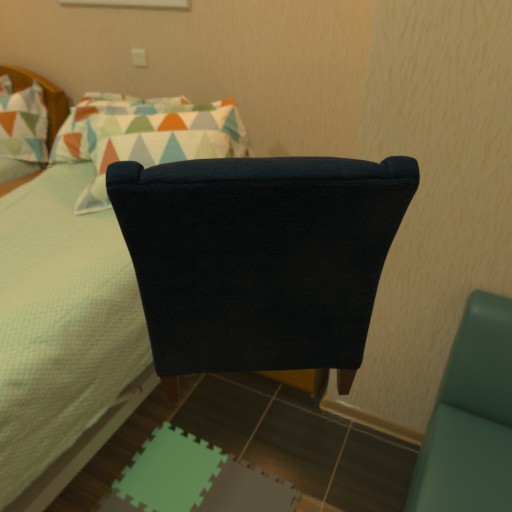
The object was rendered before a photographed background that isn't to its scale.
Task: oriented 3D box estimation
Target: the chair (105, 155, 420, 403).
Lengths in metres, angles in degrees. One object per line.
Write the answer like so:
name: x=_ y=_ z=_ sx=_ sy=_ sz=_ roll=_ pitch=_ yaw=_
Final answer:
chair: x=0.000 y=0.000 z=1.648 sx=0.774 sy=1.014 sz=0.870 roll=-2 pitch=32 yaw=-3
